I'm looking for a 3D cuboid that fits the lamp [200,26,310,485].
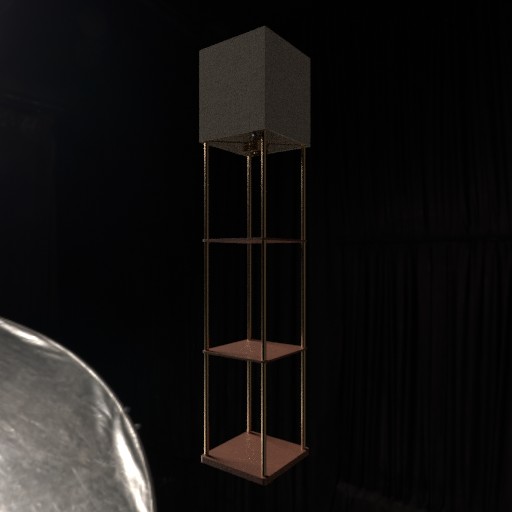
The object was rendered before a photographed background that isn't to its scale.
[{"bbox_3d":[0.000,0.000,1.725,0.308,1.569,0.310,0,0,36],"label":"lamp"}]
